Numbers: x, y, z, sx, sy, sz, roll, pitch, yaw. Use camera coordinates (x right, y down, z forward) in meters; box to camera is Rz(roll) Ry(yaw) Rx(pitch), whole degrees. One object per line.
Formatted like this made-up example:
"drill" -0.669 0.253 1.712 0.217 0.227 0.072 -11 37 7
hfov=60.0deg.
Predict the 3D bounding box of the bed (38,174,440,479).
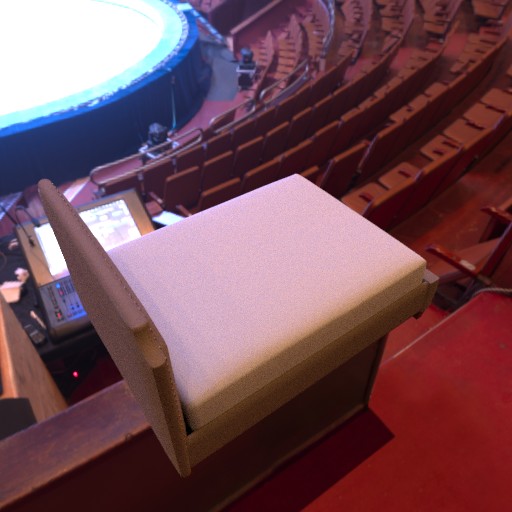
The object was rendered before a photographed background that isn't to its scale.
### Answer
"bed" 0.000 0.000 3.293 2.372 1.443 1.713 -26 48 -26
